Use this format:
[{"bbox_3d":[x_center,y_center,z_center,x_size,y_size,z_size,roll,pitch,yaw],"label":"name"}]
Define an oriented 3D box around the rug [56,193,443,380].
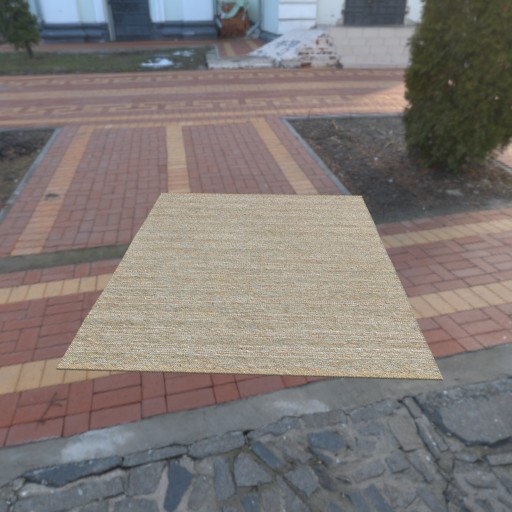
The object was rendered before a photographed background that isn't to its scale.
[{"bbox_3d":[0.000,0.000,4.122,2.471,0.012,3.034,1,30,2],"label":"rug"}]
